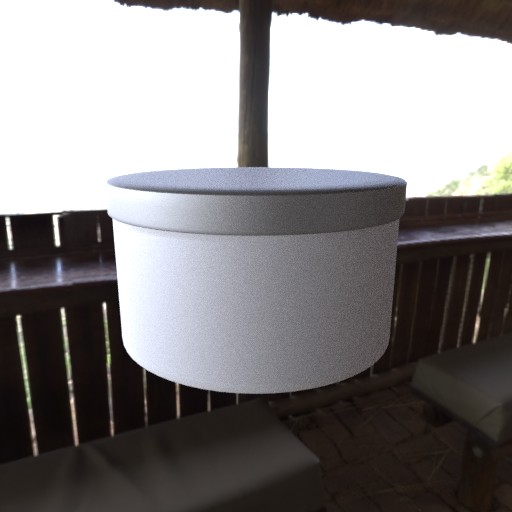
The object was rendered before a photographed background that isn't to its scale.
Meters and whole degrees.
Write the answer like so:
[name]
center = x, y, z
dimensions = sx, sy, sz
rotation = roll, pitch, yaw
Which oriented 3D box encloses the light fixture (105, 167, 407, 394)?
[light fixture]
center = 0.000, 0.000, 0.635
dimensions = 0.393, 0.229, 0.393
rotation = 0, 15, 0
